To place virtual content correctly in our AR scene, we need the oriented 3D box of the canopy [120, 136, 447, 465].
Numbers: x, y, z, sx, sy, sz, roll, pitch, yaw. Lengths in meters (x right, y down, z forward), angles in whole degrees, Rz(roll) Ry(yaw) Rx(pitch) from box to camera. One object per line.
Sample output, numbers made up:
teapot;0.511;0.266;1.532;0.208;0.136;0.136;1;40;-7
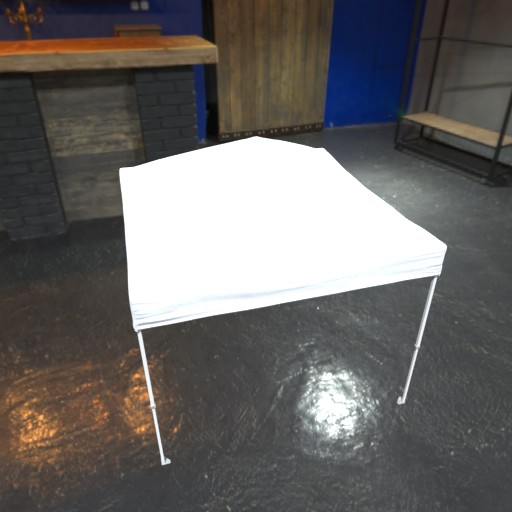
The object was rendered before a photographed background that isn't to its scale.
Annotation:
canopy;0.000;0.000;5.508;2.998;2.997;2.996;-9;33;-14
